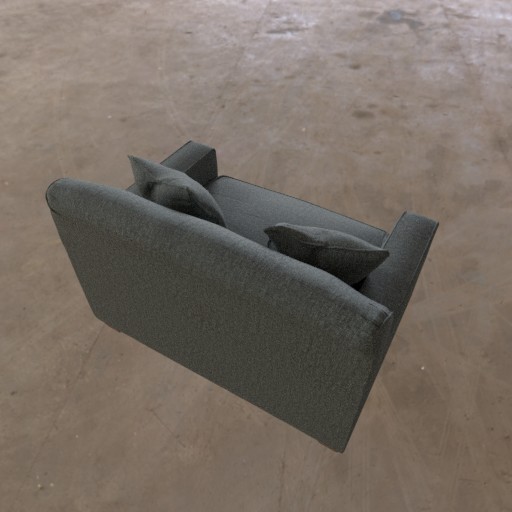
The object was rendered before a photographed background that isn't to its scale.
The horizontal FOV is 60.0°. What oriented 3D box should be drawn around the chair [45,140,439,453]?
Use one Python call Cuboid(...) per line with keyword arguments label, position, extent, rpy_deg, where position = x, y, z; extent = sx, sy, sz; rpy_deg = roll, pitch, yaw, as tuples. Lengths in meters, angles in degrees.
Cuboid(label="chair", position=(0.000, 0.000, 2.059), extent=(1.383, 0.948, 1.000), rpy_deg=(22, 49, 21))
